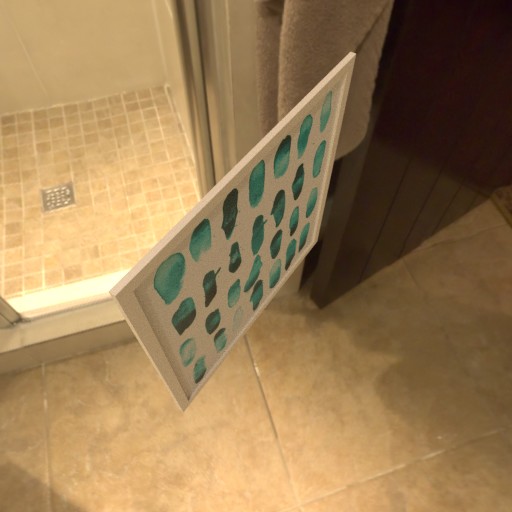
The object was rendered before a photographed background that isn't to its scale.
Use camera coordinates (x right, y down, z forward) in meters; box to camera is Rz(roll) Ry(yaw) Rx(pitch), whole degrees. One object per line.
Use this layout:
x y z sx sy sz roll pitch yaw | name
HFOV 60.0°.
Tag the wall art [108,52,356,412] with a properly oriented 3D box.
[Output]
0.000 0.000 0.701 0.009 0.457 0.456 31 63 18 | wall art
